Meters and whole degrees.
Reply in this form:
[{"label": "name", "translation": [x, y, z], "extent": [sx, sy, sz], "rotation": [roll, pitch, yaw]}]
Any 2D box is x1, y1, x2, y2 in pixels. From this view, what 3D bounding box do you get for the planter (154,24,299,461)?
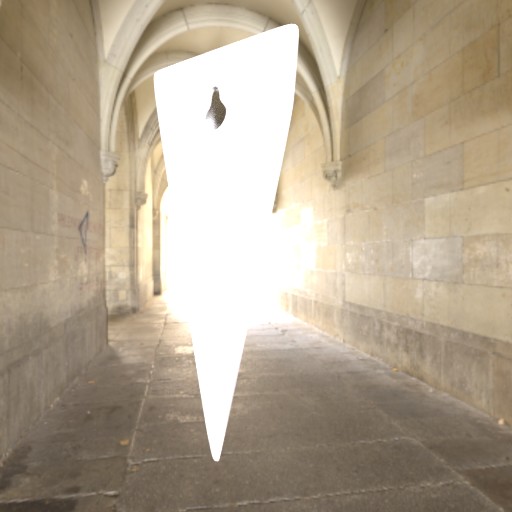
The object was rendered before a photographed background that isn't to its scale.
[{"label": "planter", "translation": [0.000, 0.000, 0.273], "extent": [0.101, 0.224, 0.081], "rotation": [0, 0, 36]}]
